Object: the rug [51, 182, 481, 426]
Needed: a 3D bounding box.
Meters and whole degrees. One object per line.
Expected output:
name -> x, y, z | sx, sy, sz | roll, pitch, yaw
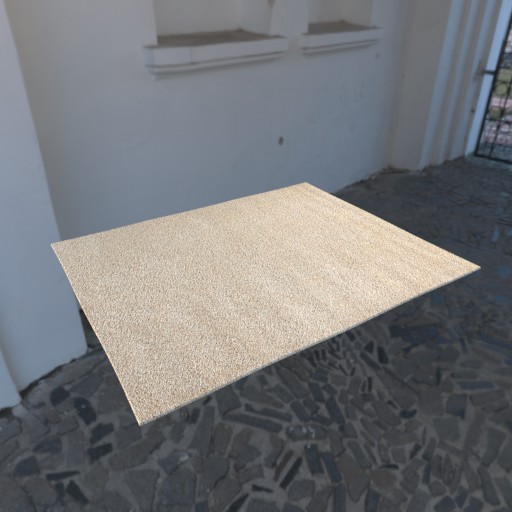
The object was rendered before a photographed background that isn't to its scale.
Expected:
rug -> 0.000, 0.000, 3.948 | 3.000, 0.026, 2.400 | -18, 34, -28
